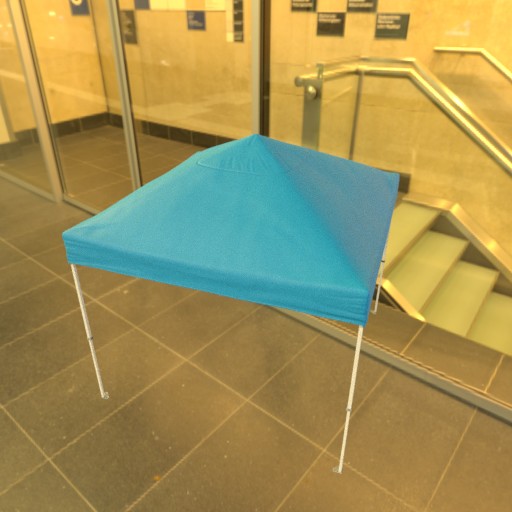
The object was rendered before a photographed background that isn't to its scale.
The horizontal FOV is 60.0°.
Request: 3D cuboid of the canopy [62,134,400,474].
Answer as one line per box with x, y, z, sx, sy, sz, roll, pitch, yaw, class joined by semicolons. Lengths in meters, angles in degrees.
0.000;0.000;5.472;2.998;2.997;2.996;10;31;17;canopy
